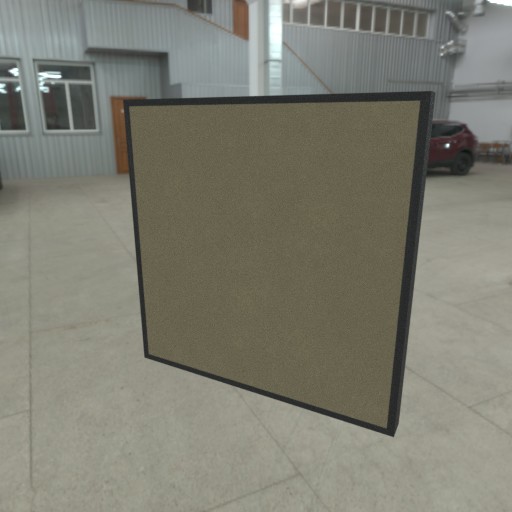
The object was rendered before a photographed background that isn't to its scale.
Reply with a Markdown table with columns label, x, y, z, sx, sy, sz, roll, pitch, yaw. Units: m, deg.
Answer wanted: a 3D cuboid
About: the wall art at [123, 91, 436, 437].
| label | x | y | z | sx | sy | sz | roll | pitch | yaw |
| --- | --- | --- | --- | --- | --- | --- | --- | --- | --- |
| wall art | 0.000 | 0.000 | 0.748 | 0.509 | 0.507 | 0.037 | 9 | 19 | 27 |
